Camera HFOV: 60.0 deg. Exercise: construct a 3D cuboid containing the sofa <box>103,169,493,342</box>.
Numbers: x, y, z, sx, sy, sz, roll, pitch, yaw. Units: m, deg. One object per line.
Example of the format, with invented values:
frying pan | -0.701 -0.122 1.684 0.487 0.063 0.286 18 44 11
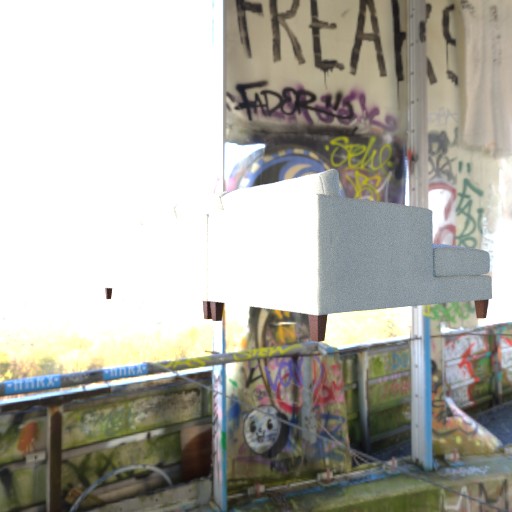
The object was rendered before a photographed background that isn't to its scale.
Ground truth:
sofa | 0.000 0.000 3.776 1.625 0.861 3.186 1 -1 -36
